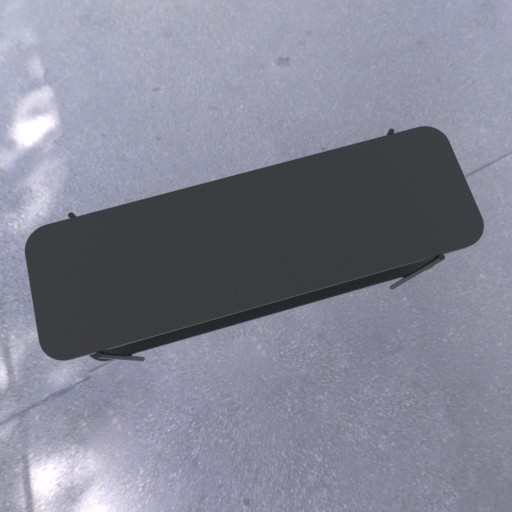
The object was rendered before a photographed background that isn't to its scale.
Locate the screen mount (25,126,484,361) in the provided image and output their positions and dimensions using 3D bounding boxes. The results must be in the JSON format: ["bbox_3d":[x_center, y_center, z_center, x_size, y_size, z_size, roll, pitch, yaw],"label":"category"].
[{"bbox_3d":[0.000,0.000,1.396,1.200,0.447,0.400,-15,76,-4],"label":"screen mount"}]
